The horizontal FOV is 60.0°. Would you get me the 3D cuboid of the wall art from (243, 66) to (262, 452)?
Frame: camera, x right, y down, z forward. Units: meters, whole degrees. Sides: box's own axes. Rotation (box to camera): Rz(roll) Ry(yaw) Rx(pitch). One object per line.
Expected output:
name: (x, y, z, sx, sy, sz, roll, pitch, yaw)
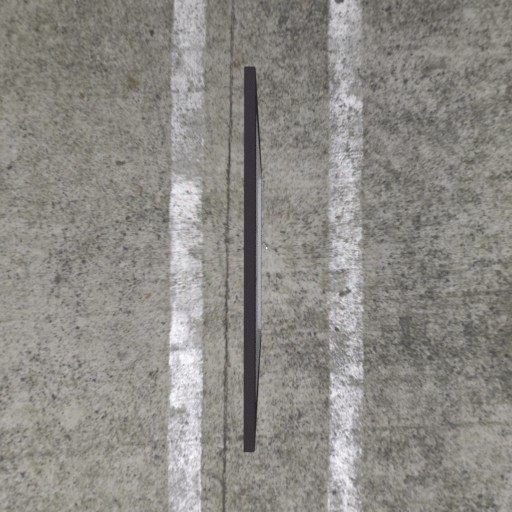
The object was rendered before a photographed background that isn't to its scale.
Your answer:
wall art: (0.000, 0.000, 0.693, 0.012, 0.529, 0.374, 0, 91, 1)
